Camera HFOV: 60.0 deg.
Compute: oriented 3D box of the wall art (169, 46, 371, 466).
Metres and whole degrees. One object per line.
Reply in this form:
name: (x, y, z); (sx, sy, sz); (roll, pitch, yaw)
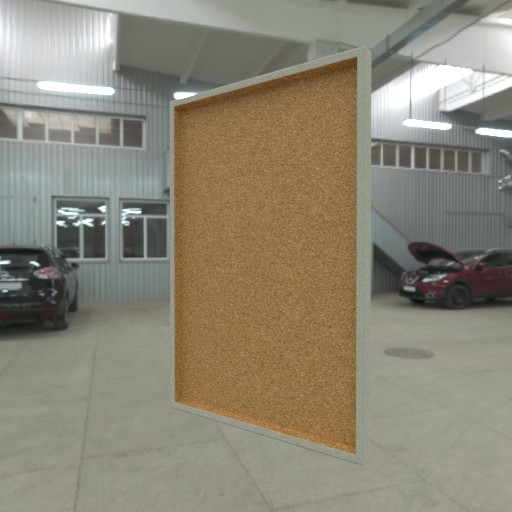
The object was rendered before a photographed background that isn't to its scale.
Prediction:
wall art: (0.000, 0.000, 1.160); (0.610, 0.914, 0.038); (1, 1, 36)
